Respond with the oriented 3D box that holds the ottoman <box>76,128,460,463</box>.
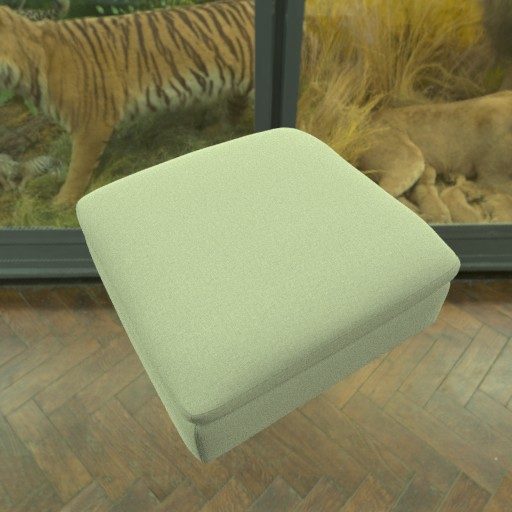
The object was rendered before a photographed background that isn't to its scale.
[{"bbox_3d":[0.000,0.000,1.573,0.996,0.467,0.977,-24,51,-21],"label":"ottoman"}]
